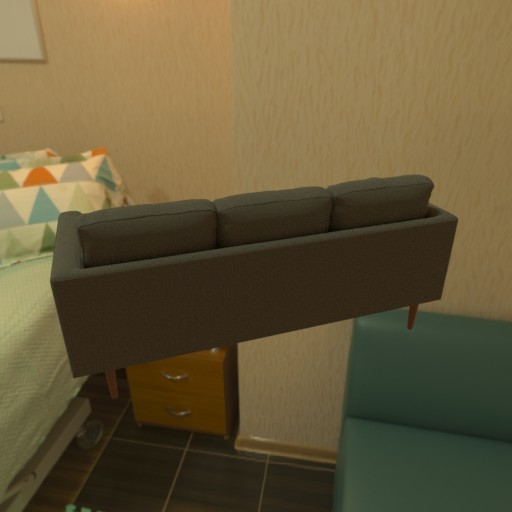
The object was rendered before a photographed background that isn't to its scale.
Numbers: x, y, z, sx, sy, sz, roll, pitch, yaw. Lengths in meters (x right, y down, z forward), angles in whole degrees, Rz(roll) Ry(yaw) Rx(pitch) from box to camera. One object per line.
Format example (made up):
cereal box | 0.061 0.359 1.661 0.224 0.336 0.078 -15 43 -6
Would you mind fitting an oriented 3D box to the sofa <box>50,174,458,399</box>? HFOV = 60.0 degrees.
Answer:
sofa | 0.000 0.000 2.502 2.029 0.912 0.802 -9 28 -17
